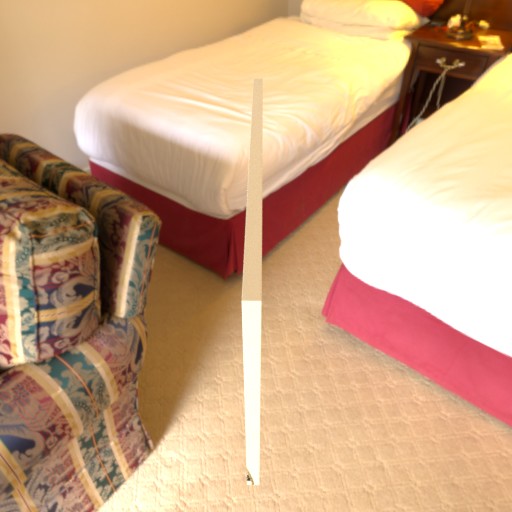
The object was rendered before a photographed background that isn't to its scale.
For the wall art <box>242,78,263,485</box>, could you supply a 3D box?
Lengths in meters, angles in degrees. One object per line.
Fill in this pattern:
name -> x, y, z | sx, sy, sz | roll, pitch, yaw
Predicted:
wall art -> 0.000, 0.000, 1.468 | 0.038, 0.767, 1.144 | 1, 40, 1
